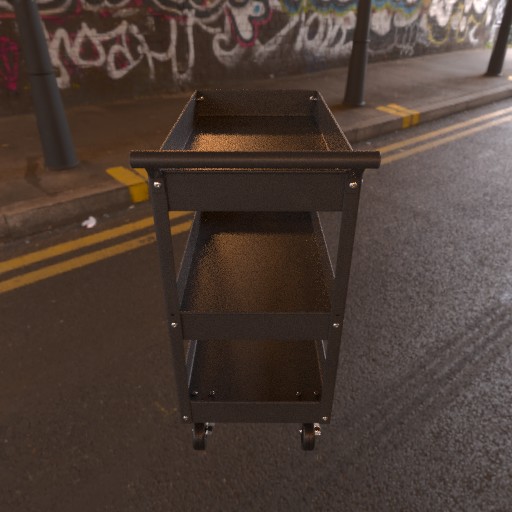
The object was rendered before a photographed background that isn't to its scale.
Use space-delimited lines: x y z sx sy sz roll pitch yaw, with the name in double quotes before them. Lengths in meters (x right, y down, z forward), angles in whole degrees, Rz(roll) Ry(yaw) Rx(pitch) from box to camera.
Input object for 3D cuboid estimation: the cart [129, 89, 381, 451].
"cart" 0.000 0.000 1.146 0.366 0.780 0.719 0 31 0
